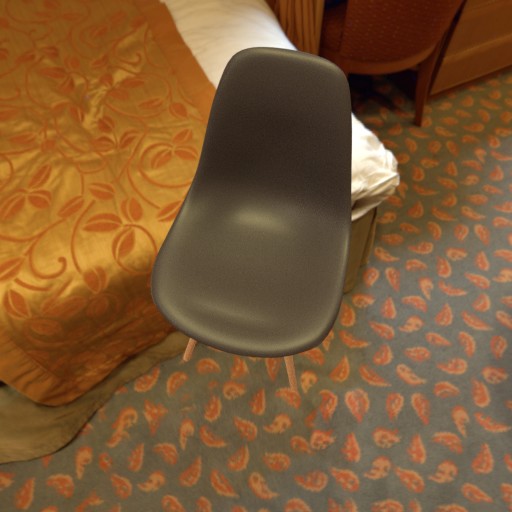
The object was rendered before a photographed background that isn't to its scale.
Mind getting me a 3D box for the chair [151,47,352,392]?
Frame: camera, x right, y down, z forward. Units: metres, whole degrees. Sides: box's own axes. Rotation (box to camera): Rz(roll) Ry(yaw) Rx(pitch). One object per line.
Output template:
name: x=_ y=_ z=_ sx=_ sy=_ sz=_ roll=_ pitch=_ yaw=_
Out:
chair: x=0.000 y=0.000 z=1.148 sx=0.470 sy=0.825 sz=0.533 roll=14 pitch=60 yaw=8
